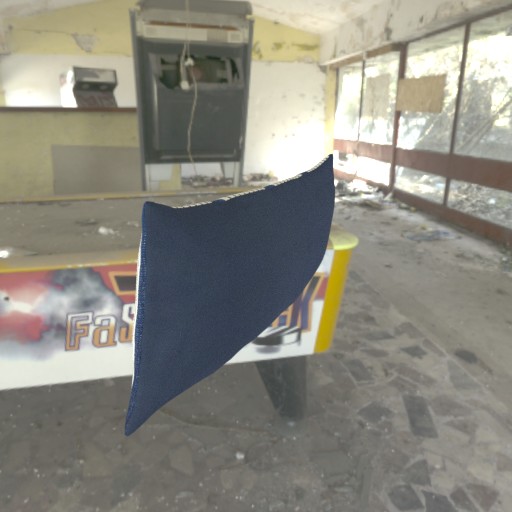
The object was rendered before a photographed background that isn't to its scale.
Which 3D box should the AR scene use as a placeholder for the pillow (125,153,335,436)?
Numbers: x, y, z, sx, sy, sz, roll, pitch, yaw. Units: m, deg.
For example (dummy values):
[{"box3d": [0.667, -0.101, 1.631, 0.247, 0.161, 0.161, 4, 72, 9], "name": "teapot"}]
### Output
[{"box3d": [0.000, 0.000, 0.735, 0.156, 0.292, 0.608, 8, 19, 25], "name": "pillow"}]
